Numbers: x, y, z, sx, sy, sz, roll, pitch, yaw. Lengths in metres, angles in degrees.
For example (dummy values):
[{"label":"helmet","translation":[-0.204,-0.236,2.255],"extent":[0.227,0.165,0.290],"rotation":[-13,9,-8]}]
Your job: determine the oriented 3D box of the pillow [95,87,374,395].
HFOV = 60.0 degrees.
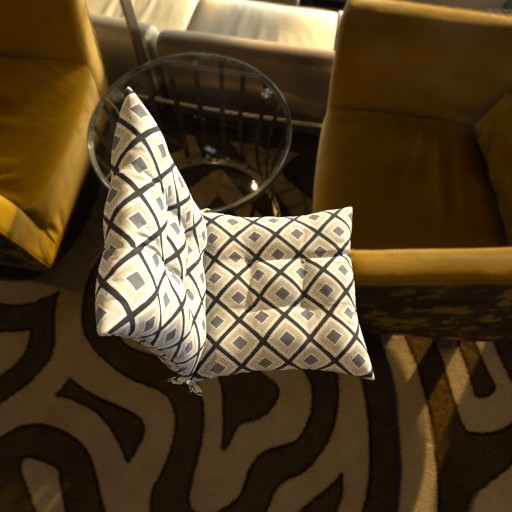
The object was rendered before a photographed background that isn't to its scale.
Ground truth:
[{"label":"pillow","translation":[0.000,0.000,1.013],"extent":[0.585,0.536,0.541],"rotation":[-1,65,-1]}]
